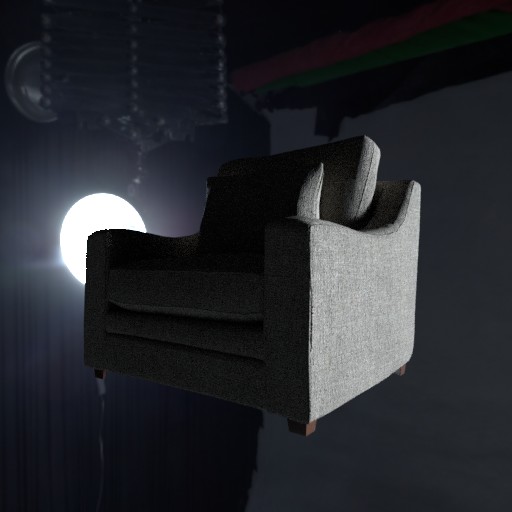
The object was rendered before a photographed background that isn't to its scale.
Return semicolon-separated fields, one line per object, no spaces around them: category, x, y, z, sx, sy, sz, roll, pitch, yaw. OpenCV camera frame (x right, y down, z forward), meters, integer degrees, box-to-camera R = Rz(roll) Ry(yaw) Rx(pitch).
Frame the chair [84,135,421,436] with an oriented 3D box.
chair;0.000;0.000;1.950;1.138;1.037;1.009;0;0;37
